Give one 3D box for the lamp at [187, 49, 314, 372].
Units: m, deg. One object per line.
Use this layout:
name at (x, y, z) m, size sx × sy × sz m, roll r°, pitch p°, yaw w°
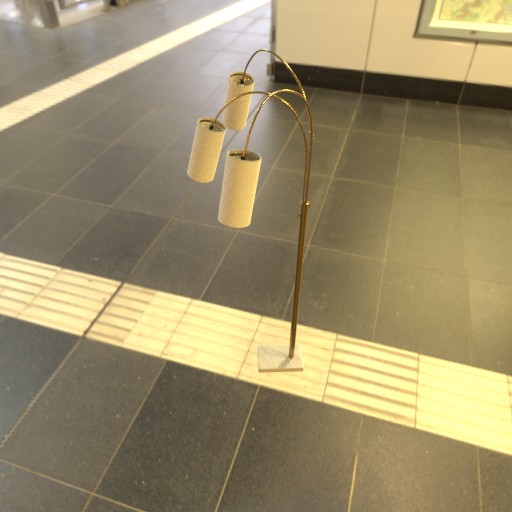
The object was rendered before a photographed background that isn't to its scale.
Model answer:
lamp at (0.000, 0.000, 2.510) m, size 0.667 × 2.055 × 1.020 m, roll -1°, pitch 42°, yaw -2°
